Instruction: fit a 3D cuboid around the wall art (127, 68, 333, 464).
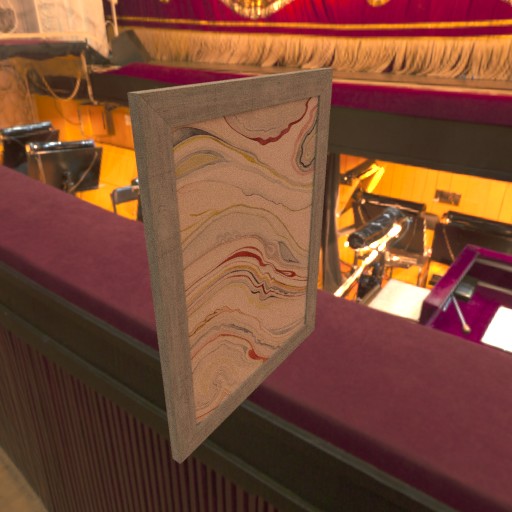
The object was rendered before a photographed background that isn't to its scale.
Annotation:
[{"bbox_3d":[0.000,0.000,0.817,0.020,0.613,0.481,18,32,31],"label":"wall art"}]
